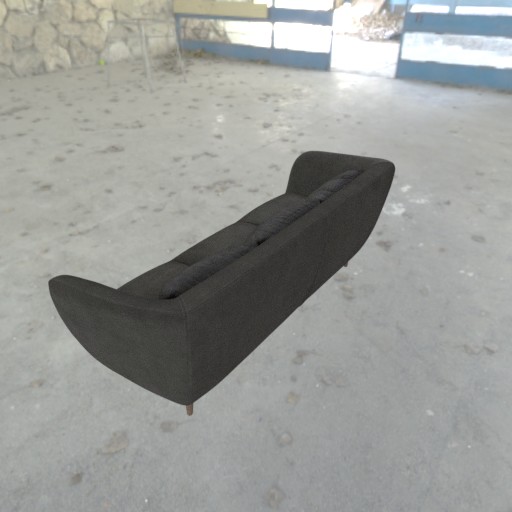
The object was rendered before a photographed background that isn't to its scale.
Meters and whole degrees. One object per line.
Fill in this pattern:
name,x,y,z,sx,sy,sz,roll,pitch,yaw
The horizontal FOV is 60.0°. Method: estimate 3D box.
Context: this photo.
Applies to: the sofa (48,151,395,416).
sofa,0.000,0.000,2.772,0.956,0.875,2.296,21,37,31
